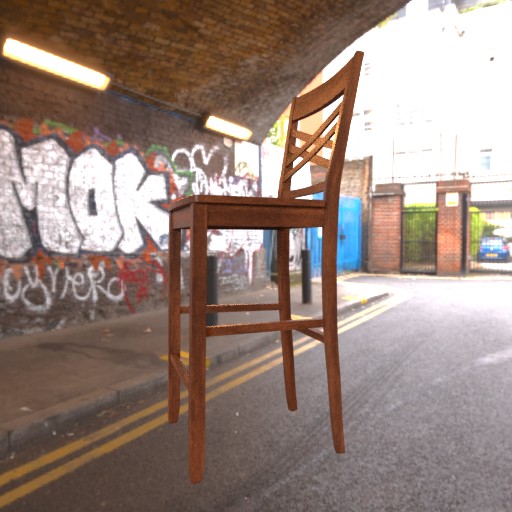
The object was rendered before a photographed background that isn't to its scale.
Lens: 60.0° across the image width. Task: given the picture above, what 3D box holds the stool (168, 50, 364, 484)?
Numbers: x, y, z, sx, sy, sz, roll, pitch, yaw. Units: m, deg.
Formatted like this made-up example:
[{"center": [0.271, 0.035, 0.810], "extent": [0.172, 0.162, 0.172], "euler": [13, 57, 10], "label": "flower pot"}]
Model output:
[{"center": [0.000, 0.000, 1.328], "extent": [0.487, 1.105, 0.433], "euler": [-1, 2, -19], "label": "stool"}]
